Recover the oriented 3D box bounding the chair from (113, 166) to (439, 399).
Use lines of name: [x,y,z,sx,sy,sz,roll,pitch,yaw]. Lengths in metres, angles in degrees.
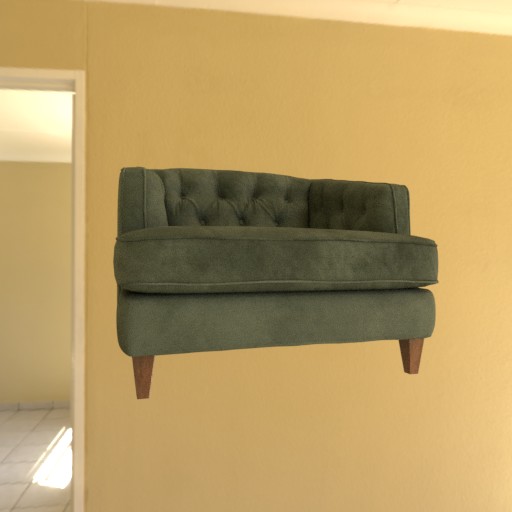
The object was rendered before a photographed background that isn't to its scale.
chair: [0.000,0.000,1.800,1.104,0.852,0.941,0,-1,-18]
